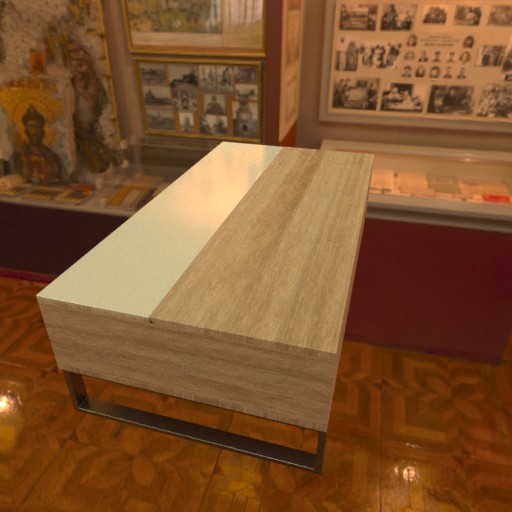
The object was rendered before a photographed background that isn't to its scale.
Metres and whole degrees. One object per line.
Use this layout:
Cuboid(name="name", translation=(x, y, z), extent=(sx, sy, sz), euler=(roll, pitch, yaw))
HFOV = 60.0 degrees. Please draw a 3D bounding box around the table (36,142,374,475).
Cuboid(name="table", translation=(0.000, 0.000, 1.359), extent=(0.600, 0.350, 1.100), euler=(8, 32, 14))
